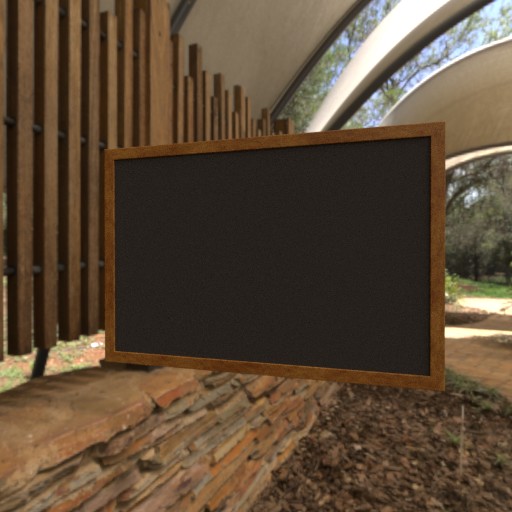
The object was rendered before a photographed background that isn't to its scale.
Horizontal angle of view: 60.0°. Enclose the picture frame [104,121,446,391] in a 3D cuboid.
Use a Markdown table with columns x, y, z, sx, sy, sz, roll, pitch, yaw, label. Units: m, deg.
| x | y | z | sx | sy | sz | roll | pitch | yaw | label |
| --- | --- | --- | --- | --- | --- | --- | --- | --- | --- |
| 0.000 | 0.000 | 1.172 | 0.922 | 0.621 | 0.029 | 0 | 0 | 18 | picture frame |
